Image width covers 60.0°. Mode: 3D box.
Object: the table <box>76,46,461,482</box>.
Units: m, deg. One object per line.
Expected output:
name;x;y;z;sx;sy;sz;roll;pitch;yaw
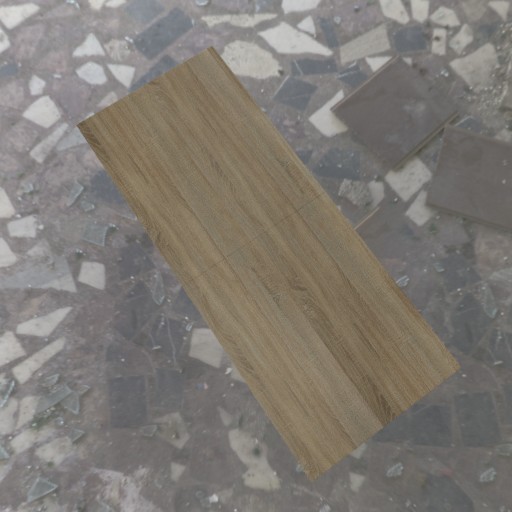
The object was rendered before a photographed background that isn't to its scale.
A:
table;0.000;0.000;2.682;0.900;0.790;2.200;-34;79;-8
